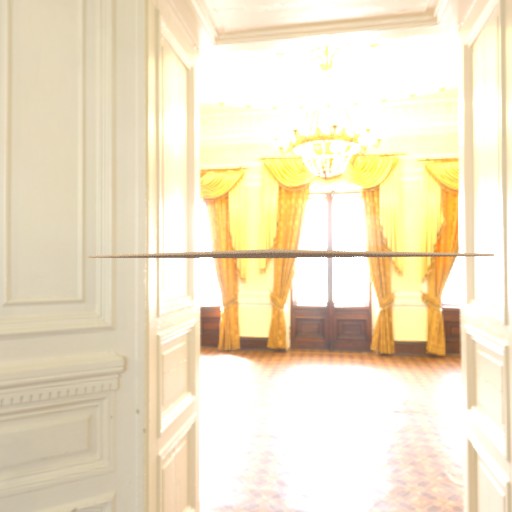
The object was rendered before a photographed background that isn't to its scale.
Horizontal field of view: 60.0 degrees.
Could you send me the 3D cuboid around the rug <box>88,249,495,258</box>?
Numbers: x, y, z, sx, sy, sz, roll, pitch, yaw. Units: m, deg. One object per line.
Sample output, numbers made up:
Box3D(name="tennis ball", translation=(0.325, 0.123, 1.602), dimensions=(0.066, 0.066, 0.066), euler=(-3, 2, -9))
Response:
Box3D(name="rug", translation=(0.000, 0.000, 2.871), dimensions=(1.528, 0.014, 2.294), euler=(1, -1, -35))
